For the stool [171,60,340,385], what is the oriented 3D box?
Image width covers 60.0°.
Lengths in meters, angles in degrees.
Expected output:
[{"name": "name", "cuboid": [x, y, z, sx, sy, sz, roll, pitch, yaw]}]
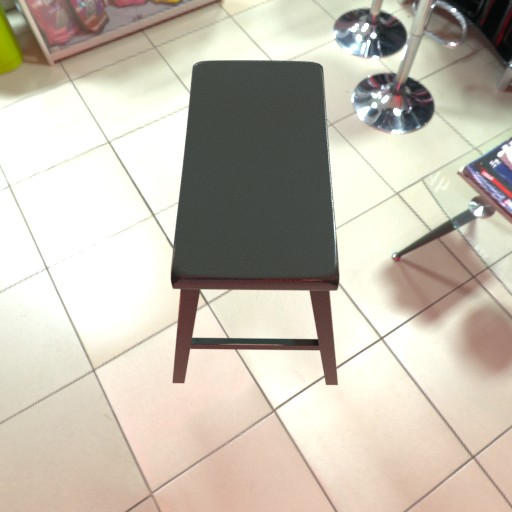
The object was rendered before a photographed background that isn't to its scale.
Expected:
[{"name": "stool", "cuboid": [0.000, 0.000, 1.049, 0.476, 0.737, 0.457, 1, 63, 0]}]
